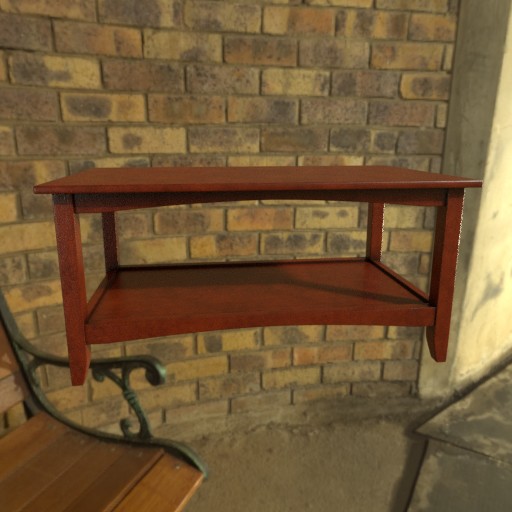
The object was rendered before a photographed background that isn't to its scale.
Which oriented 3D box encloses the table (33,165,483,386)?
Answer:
[{"bbox_3d":[0.000,0.000,1.232,0.943,0.456,0.533,-2,15,-7],"label":"table"}]
